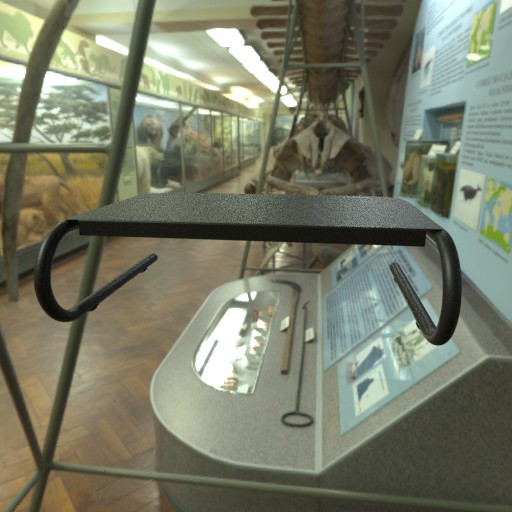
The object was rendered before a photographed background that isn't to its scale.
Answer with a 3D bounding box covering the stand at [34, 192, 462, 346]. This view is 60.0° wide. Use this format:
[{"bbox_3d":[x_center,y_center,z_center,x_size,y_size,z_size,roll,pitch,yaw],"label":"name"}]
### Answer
[{"bbox_3d":[0.000,0.000,0.508,0.370,0.108,0.280,2,15,8],"label":"stand"}]
